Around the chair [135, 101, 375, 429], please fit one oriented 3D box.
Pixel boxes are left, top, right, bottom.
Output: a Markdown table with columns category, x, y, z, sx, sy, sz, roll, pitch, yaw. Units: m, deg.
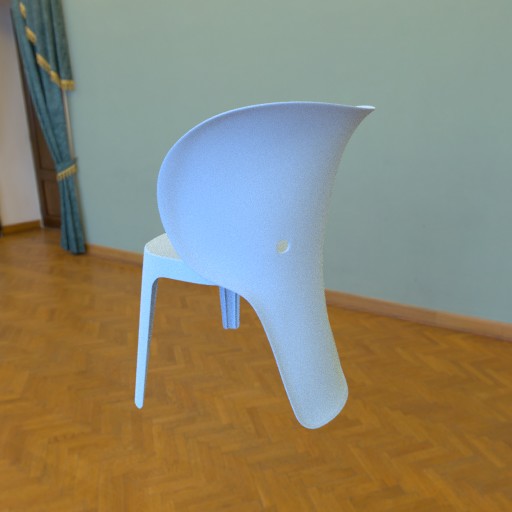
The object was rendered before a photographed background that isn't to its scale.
| category | x | y | z | sx | sy | sz | roll | pitch | yaw |
| --- | --- | --- | --- | --- | --- | --- | --- | --- | --- |
| chair | 0.000 | 0.000 | 0.859 | 0.402 | 0.554 | 0.451 | 9 | 20 | 26 |
